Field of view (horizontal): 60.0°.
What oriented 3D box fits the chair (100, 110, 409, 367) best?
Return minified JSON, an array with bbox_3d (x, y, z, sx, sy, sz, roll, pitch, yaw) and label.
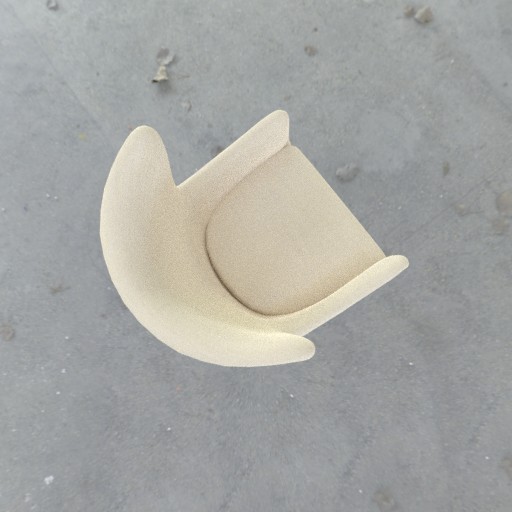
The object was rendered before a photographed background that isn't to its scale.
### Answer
[{"bbox_3d":[0.000,0.000,1.506,0.744,0.990,0.696,-35,79,-8],"label":"chair"}]
